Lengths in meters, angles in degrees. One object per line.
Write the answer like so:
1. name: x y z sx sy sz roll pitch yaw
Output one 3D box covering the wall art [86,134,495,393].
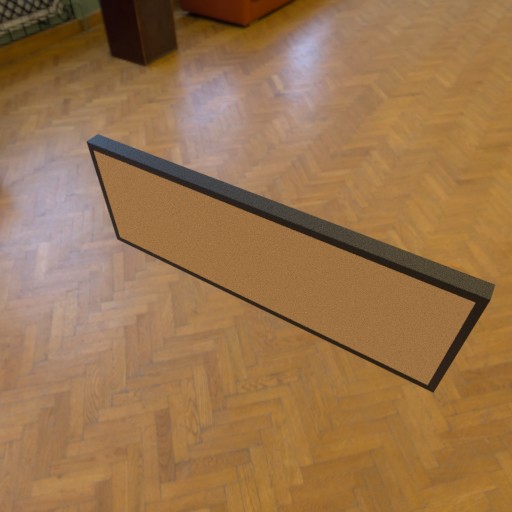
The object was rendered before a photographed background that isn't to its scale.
1. wall art: 0.000 0.000 0.951 0.860 0.303 0.037 24 51 21
